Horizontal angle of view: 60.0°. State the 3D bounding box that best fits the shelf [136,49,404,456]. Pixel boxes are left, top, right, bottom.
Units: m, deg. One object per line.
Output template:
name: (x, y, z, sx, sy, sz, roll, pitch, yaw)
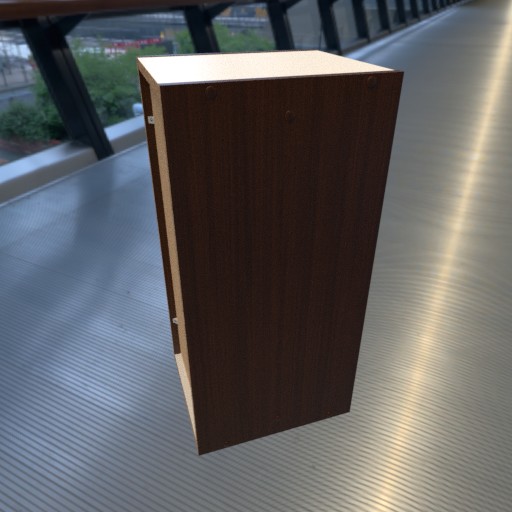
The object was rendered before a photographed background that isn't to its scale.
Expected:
shelf: (0.000, 0.000, 0.745, 0.290, 0.600, 0.253, -10, 32, -16)
